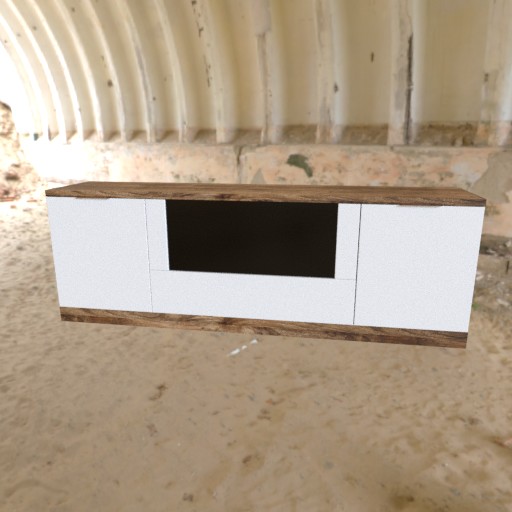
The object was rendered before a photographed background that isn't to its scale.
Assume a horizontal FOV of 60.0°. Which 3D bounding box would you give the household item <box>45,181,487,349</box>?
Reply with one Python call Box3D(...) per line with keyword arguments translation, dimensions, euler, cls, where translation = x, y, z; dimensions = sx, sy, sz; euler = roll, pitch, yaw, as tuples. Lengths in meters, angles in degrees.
Box3D(translation=(0.000, 0.000, 2.042), dimensions=(1.800, 0.615, 0.390), euler=(2, 16, 9), cls="household item")
